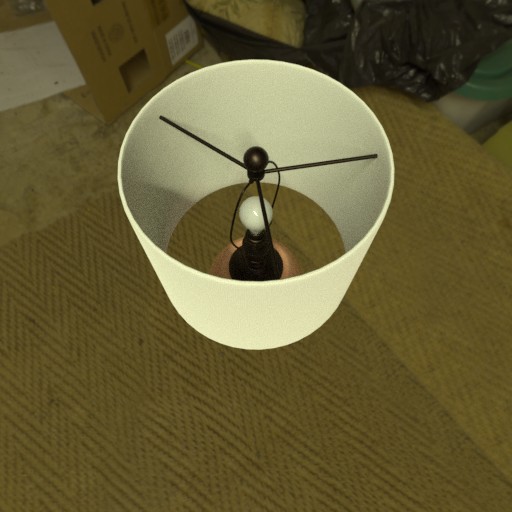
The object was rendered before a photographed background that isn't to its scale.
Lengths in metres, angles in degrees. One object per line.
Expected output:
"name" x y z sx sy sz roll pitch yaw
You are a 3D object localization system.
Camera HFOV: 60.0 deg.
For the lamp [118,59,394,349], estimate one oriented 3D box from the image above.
"lamp" 0.000 0.000 0.773 0.329 0.570 0.329 0 65 0
